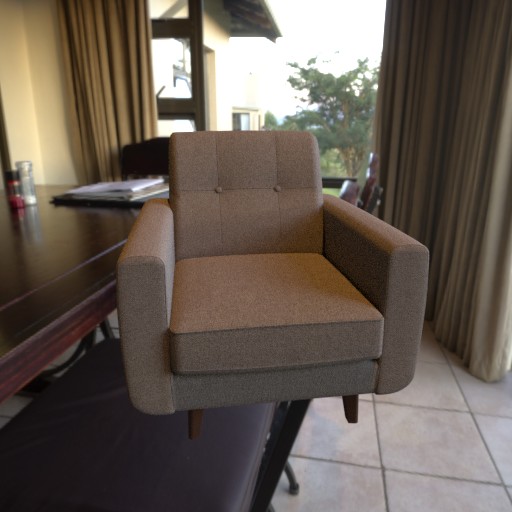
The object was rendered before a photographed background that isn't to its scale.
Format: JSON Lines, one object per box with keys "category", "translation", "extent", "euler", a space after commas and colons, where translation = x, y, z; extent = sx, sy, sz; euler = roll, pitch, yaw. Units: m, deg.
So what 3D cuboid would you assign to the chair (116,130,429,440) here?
{"category": "chair", "translation": [0.000, 0.000, 1.562], "extent": [0.831, 0.839, 0.907], "euler": [-3, 17, -8]}
